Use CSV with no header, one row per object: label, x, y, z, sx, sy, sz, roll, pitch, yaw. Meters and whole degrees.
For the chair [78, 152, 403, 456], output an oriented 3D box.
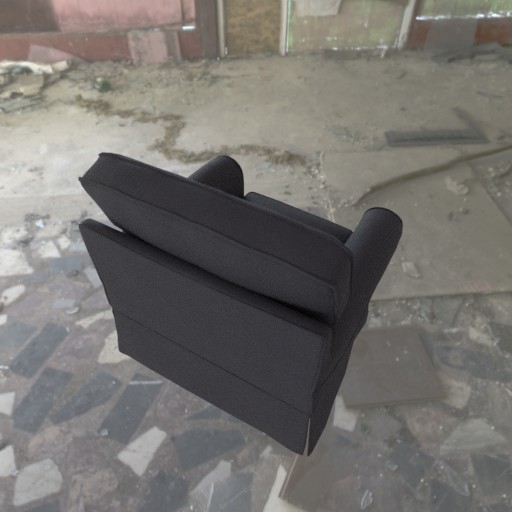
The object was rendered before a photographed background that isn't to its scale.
chair,0.000,0.000,2.036,1.119,1.140,1.002,23,49,21
